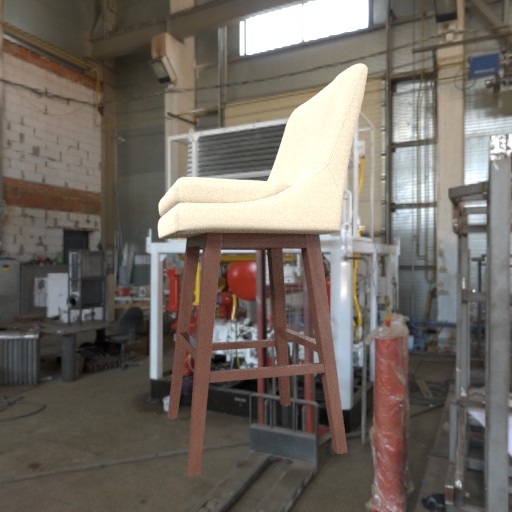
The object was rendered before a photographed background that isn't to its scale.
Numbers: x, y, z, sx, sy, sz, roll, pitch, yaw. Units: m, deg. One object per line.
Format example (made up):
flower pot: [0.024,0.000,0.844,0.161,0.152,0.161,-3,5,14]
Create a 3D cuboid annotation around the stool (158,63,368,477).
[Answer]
stool: [0.000,0.000,1.373,0.559,1.093,0.483,0,0,-18]
